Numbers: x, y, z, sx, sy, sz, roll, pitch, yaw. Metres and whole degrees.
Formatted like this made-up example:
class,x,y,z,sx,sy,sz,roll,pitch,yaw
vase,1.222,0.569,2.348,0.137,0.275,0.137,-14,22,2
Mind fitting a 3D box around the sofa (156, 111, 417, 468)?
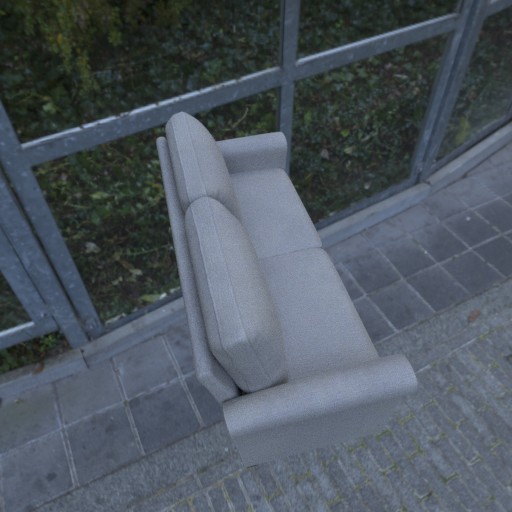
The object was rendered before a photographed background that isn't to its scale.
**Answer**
class,x,y,z,sx,sy,sz,roll,pitch,yaw
sofa,0.000,0.000,2.405,0.842,0.942,1.935,-10,47,-10
